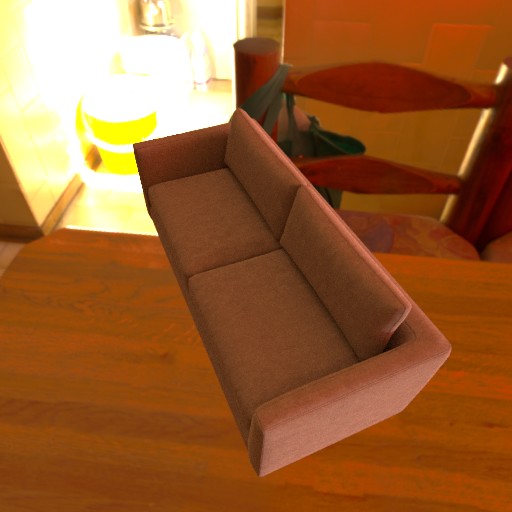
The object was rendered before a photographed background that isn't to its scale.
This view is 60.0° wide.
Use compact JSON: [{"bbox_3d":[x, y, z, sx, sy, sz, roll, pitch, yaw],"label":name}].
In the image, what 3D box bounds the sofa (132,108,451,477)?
[{"bbox_3d":[0.000,0.000,2.550,0.889,0.864,2.121,-17,48,-16],"label":"sofa"}]
